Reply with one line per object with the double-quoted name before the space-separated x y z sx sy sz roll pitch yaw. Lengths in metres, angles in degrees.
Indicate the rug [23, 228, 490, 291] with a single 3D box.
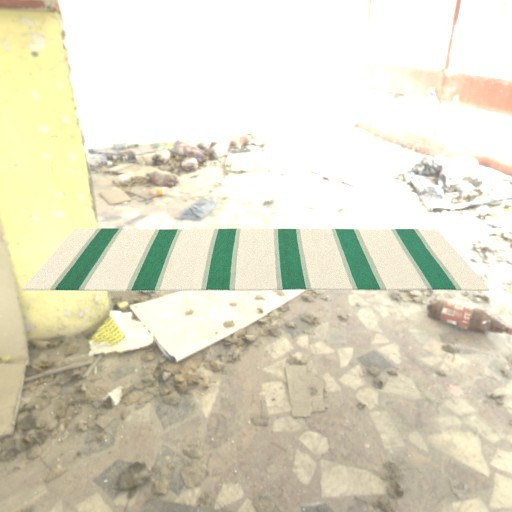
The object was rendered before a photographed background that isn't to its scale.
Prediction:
"rug" 0.000 0.000 2.642 2.438 0.012 0.768 0 28 0
